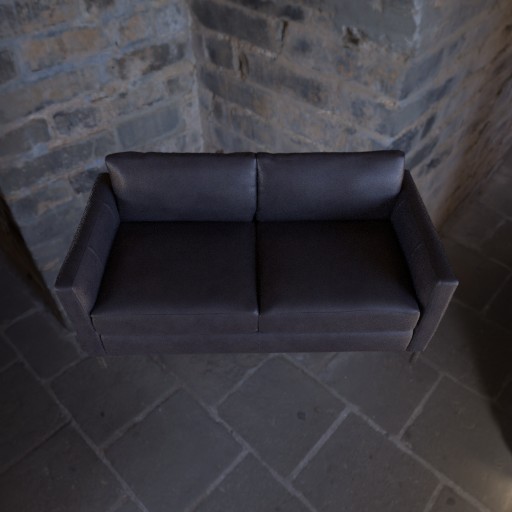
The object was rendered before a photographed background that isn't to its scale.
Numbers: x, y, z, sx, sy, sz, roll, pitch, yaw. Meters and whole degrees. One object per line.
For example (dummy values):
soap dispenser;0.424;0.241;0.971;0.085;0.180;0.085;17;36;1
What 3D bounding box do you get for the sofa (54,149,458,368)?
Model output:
sofa;0.000;0.000;2.362;1.805;0.883;0.947;-2;46;-2
